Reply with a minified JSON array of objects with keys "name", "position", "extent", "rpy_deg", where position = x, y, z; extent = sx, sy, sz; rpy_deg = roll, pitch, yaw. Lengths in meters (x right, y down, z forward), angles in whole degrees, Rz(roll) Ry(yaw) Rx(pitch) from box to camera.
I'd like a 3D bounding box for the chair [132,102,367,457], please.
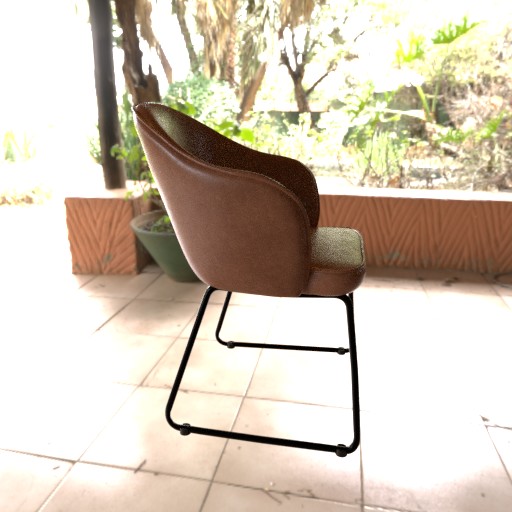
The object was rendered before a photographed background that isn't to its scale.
[{"name":"chair","position":[0.000,0.000,1.188],"extent":[0.580,0.785,0.582],"rpy_deg":[3,16,10]}]
